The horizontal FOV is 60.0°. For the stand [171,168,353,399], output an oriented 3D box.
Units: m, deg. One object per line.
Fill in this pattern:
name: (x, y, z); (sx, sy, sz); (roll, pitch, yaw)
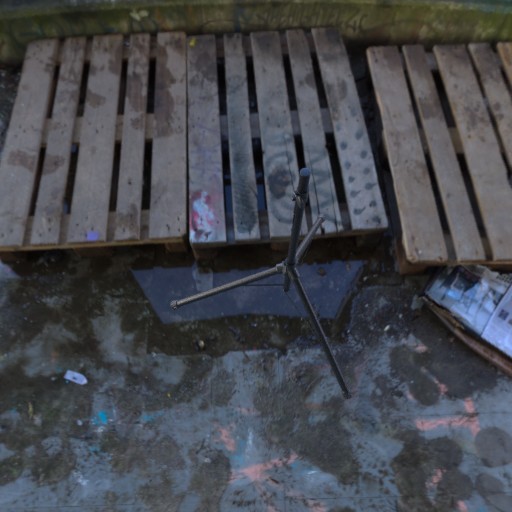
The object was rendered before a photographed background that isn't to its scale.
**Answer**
stand: (0.000, 0.000, 1.884); (0.907, 1.136, 1.045); (-2, 64, -1)
